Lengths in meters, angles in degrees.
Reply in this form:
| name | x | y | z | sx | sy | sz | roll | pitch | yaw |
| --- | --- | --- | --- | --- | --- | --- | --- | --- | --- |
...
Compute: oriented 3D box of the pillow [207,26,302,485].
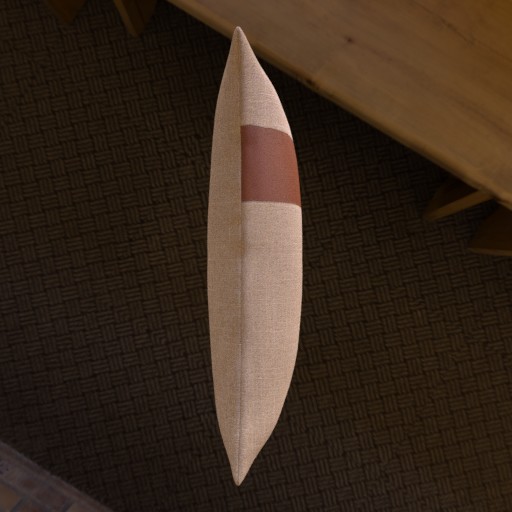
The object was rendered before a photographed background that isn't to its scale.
| name | x | y | z | sx | sy | sz | roll | pitch | yaw |
| --- | --- | --- | --- | --- | --- | --- | --- | --- | --- |
| pillow | 0.000 | 0.000 | 0.731 | 0.155 | 0.282 | 0.612 | 0 | 90 | 0 |
